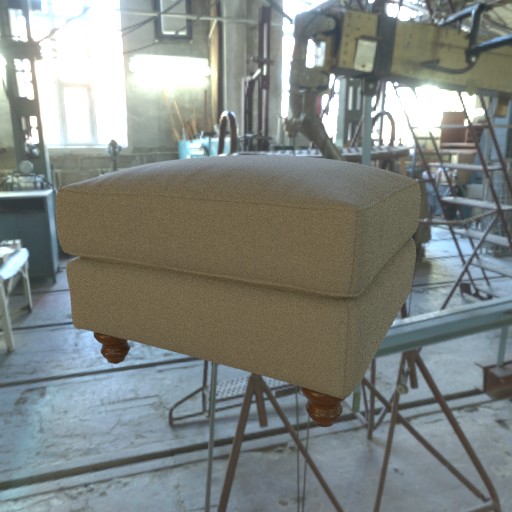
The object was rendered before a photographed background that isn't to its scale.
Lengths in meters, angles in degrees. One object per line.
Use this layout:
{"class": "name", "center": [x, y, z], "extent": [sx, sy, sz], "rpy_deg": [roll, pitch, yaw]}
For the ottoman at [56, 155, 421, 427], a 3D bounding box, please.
{"class": "ottoman", "center": [0.000, 0.000, 1.141], "extent": [0.716, 0.505, 0.662], "rpy_deg": [7, 16, 27]}
